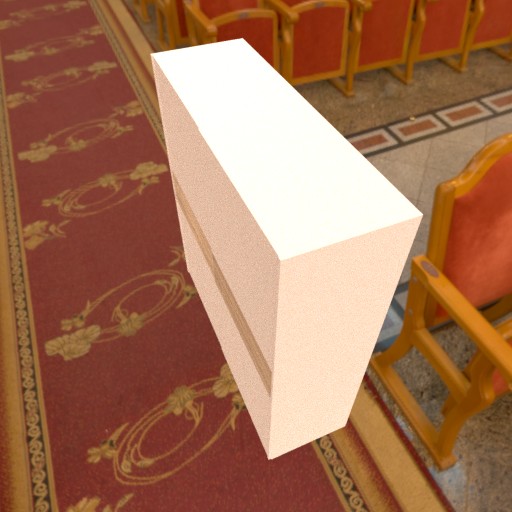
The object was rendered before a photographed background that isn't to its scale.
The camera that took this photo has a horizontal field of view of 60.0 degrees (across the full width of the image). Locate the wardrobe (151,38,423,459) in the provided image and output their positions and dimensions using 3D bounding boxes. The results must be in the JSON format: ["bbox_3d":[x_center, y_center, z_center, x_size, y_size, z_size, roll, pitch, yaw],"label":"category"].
[{"bbox_3d":[0.000,0.000,2.919,0.600,2.020,1.830,-17,50,-16],"label":"wardrobe"}]
